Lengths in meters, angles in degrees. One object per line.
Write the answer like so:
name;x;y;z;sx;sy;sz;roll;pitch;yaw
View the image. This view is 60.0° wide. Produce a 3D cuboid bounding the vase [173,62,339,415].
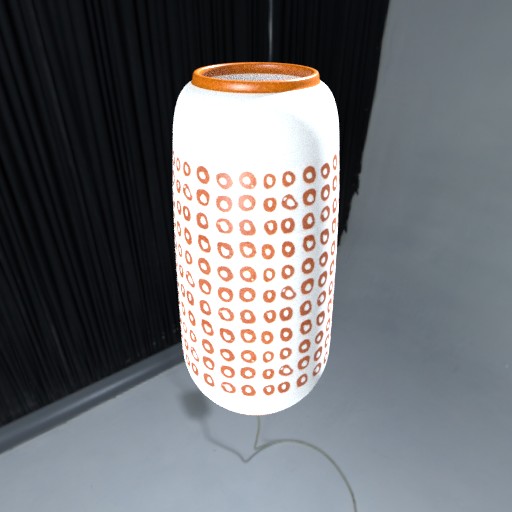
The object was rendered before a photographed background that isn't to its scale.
vase;0.000;0.000;0.362;0.133;0.282;0.133;0;31;0
